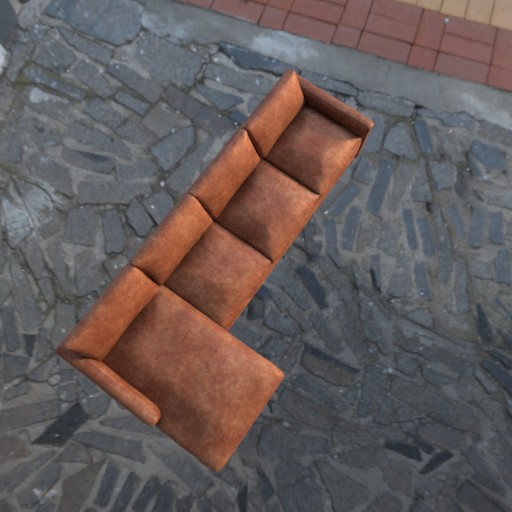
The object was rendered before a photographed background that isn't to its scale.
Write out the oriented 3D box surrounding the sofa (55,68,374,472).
[{"bbox_3d":[0.000,0.000,3.626,1.471,0.859,2.993,35,77,9],"label":"sofa"}]
